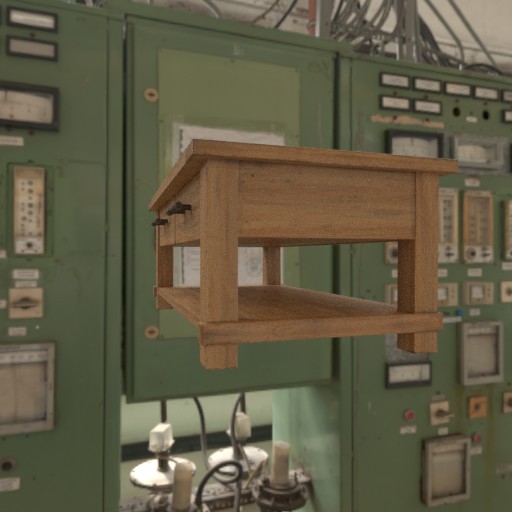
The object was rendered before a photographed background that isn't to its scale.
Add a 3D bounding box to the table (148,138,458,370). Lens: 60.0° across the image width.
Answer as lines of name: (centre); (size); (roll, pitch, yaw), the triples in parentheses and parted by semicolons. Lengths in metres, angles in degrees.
table: (0.000, 0.000, 1.627); (0.693, 0.494, 1.270); (0, 0, -18)
